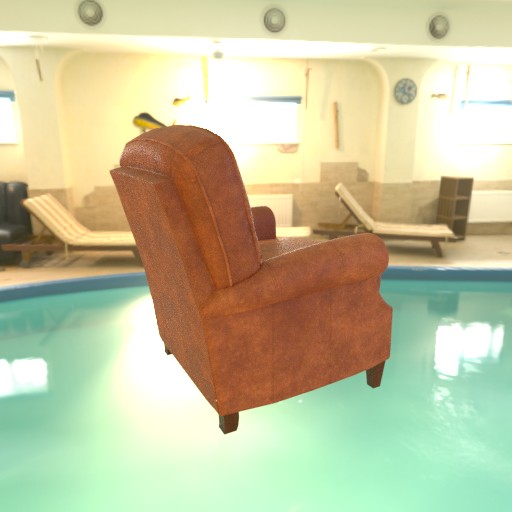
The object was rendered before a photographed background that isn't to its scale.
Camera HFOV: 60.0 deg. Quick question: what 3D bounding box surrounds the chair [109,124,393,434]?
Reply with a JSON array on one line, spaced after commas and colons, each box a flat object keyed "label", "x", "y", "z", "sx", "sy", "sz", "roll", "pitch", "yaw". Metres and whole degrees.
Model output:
[{"label": "chair", "x": 0.000, "y": 0.000, "z": 1.811, "sx": 0.986, "sy": 1.018, "sz": 0.936, "roll": -8, "pitch": 16, "yaw": -27}]
